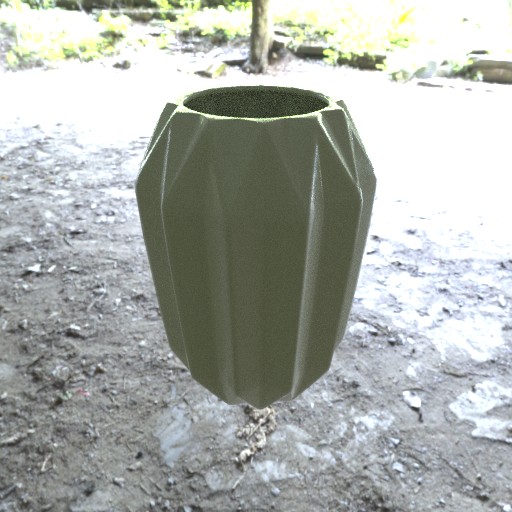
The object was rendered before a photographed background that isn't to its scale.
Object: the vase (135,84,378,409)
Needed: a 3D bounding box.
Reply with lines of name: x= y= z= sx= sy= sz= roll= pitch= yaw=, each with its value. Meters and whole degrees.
vase: x=0.000 y=0.000 z=0.404 sx=0.195 sy=0.275 sz=0.195 roll=0 pitch=31 yaw=0
